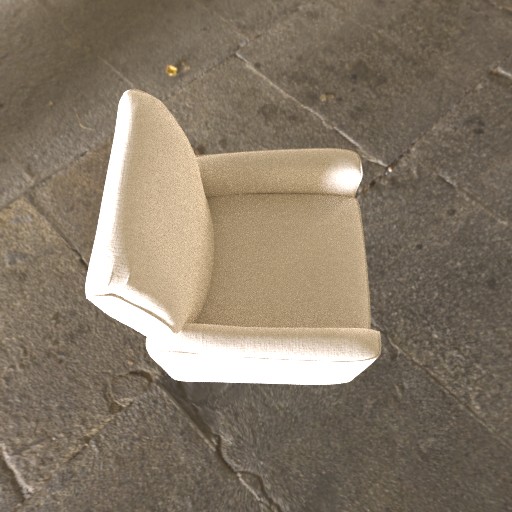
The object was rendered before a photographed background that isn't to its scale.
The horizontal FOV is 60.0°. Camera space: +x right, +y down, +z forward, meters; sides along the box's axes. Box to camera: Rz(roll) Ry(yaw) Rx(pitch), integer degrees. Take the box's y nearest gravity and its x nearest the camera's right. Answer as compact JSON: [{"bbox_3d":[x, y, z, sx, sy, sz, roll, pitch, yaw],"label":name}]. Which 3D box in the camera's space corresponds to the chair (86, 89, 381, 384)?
[{"bbox_3d":[0.000,0.000,1.649,0.858,1.028,0.841,1,65,0],"label":"chair"}]
